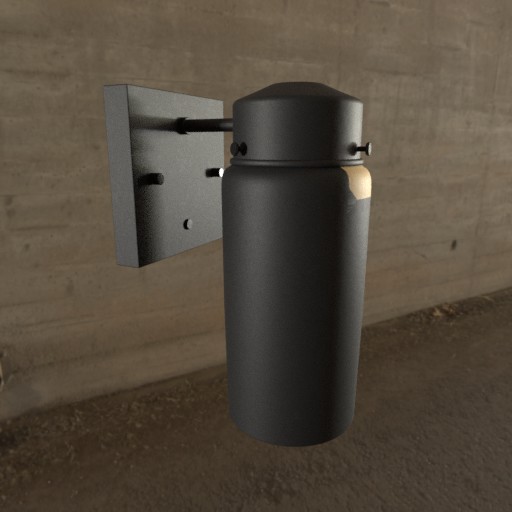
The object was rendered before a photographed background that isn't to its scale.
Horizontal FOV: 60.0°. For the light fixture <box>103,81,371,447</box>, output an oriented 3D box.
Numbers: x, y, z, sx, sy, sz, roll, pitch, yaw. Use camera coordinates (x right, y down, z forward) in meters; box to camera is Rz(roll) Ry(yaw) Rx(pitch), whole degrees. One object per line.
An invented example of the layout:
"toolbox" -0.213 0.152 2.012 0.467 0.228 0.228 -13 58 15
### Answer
"light fixture" 0.000 0.000 0.360 0.176 0.257 0.130 7 16 25
